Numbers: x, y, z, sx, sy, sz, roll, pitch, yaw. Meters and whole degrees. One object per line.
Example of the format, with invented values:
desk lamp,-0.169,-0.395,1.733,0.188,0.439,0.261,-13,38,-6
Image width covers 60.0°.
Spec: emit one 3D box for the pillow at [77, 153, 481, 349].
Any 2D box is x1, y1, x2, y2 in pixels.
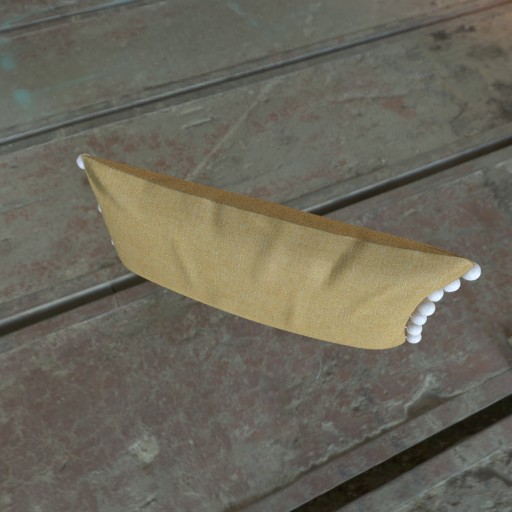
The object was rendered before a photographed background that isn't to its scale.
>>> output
pillow,0.000,0.000,0.827,0.709,0.322,0.201,17,59,11
